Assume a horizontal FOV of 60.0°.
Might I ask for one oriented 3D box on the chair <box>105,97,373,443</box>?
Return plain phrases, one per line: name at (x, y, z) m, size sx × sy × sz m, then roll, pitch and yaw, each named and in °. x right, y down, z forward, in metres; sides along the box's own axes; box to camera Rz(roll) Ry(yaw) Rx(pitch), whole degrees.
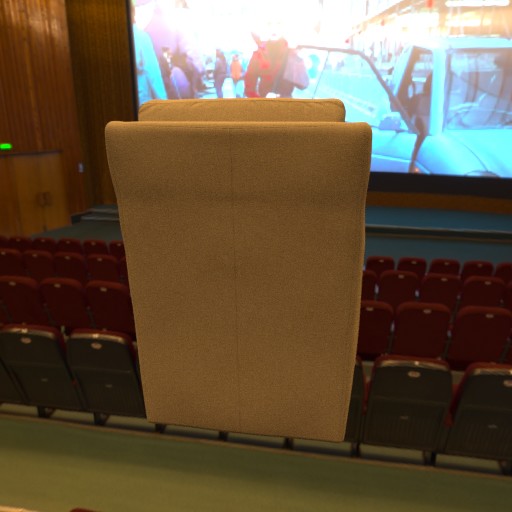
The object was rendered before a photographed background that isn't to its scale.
chair at (0.000, 0.000, 1.381) m, size 0.626 × 0.914 × 0.694 m, roll 3°, pitch 18°, yaw 8°
